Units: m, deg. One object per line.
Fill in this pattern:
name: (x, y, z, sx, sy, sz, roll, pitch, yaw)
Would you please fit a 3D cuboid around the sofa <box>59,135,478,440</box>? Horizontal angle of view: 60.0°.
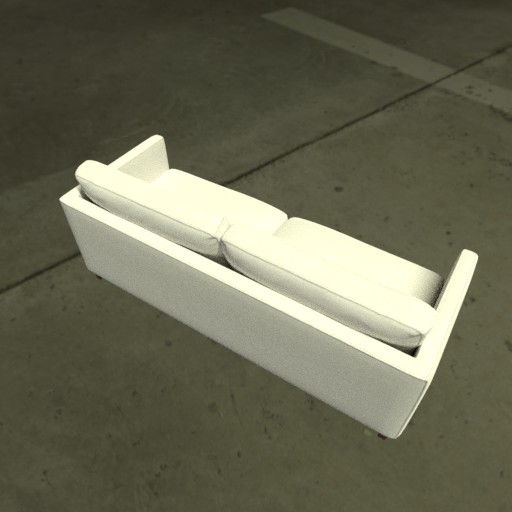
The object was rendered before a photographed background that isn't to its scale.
sofa: (0.000, 0.000, 2.791, 2.361, 0.962, 0.951, 24, 51, 22)
